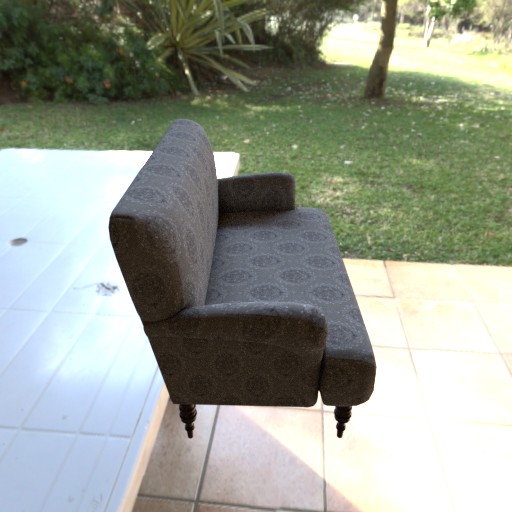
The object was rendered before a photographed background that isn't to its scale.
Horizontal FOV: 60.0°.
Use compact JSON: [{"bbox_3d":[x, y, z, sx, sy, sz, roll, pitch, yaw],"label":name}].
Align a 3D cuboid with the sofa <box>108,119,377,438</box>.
[{"bbox_3d":[0.000,0.000,1.851,0.779,0.889,1.297,0,30,0],"label":"sofa"}]
